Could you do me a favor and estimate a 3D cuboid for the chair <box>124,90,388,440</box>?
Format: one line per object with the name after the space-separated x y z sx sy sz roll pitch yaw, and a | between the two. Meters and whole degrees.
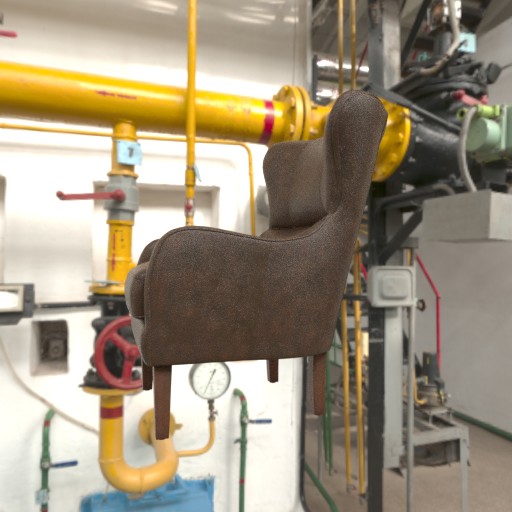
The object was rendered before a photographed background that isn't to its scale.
0.000 0.000 1.624 0.914 1.048 0.692 0 -1 -18 | chair
